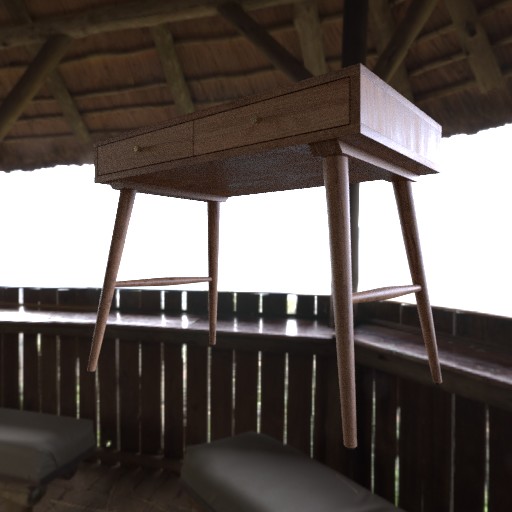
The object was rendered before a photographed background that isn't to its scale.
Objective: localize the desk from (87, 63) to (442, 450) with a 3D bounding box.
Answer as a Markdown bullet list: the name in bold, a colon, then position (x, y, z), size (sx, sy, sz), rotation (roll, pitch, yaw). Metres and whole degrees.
- **desk**: position (0.000, 0.000, 1.376), size (0.949, 0.758, 0.588), rotation (0, 0, 39)
